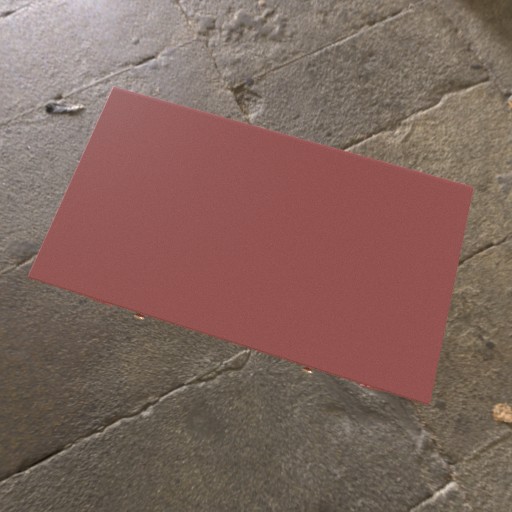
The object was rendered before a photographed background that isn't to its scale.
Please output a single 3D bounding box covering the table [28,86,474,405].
[{"bbox_3d":[0.000,0.000,1.426,1.068,0.493,0.612,17,76,4],"label":"table"}]
